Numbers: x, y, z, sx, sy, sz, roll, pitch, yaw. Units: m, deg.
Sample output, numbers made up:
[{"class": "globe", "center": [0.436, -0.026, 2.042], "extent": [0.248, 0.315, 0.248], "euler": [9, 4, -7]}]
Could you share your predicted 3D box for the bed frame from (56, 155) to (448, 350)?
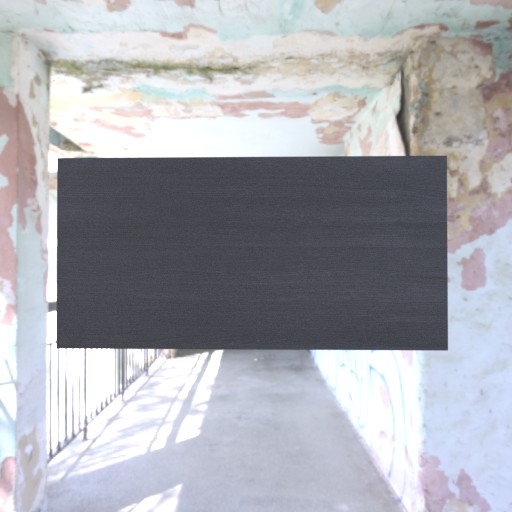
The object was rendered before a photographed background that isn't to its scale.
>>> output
[{"class": "bed frame", "center": [0.000, 0.000, 2.818], "extent": [1.622, 0.800, 1.960], "euler": [0, -1, 1]}]
